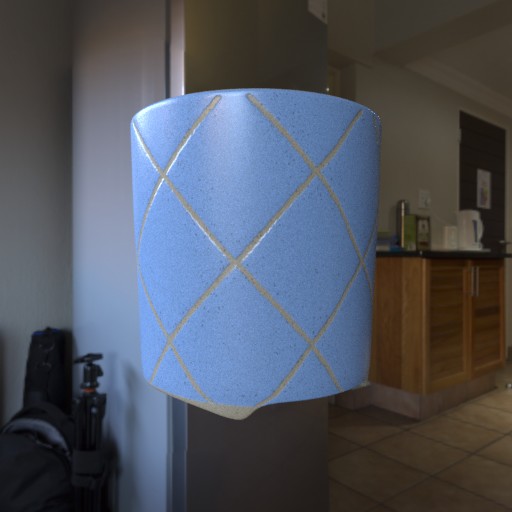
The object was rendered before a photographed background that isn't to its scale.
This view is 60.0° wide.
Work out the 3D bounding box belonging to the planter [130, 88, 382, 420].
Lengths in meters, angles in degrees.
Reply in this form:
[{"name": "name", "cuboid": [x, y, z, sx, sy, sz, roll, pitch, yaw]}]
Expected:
[{"name": "planter", "cuboid": [0.000, 0.000, 0.419, 0.227, 0.235, 0.227, 0, 1, 0]}]
